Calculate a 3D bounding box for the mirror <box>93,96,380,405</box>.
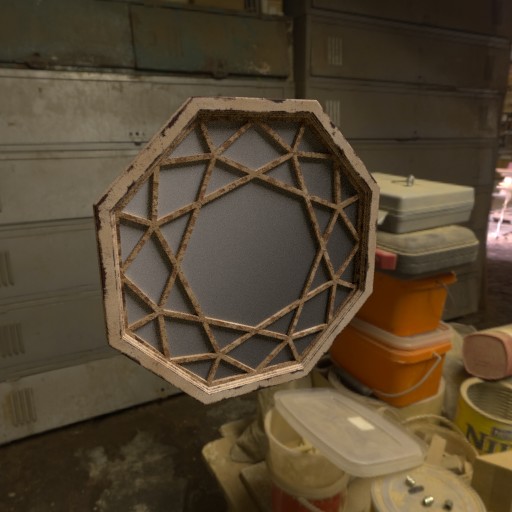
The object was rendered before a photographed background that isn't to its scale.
[{"bbox_3d":[0.000,0.000,0.966,0.648,0.648,0.031,-8,18,-26],"label":"mirror"}]
